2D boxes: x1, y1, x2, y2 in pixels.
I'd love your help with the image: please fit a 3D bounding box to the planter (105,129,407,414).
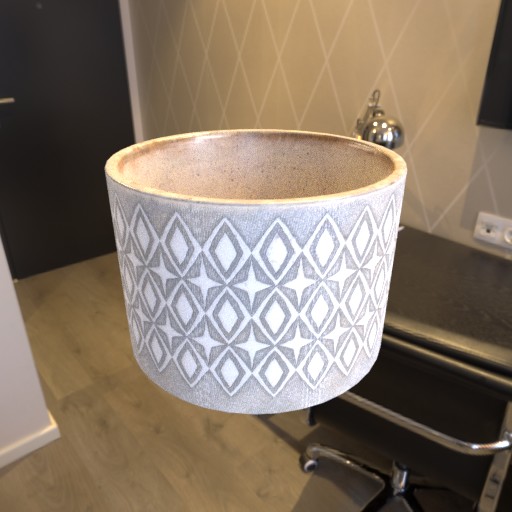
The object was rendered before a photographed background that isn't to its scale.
[{"bbox_3d":[0.000,0.000,0.316,0.186,0.144,0.186,0,26,0],"label":"planter"}]
